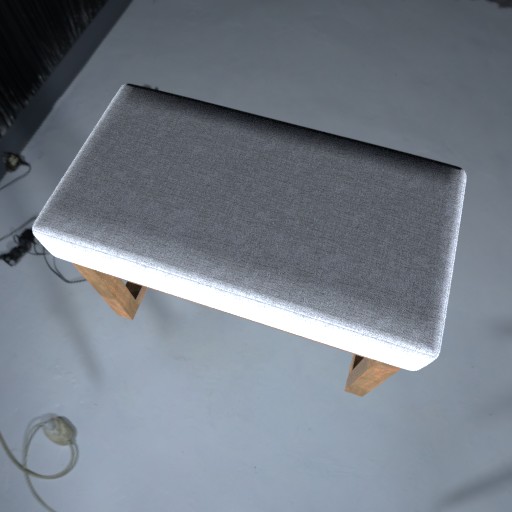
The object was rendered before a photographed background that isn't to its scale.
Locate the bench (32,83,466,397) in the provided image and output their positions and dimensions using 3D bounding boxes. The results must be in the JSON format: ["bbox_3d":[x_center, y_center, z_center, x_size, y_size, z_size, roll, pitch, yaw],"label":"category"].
[{"bbox_3d":[0.000,0.000,0.958,0.681,0.467,0.366,17,65,8],"label":"bench"}]
